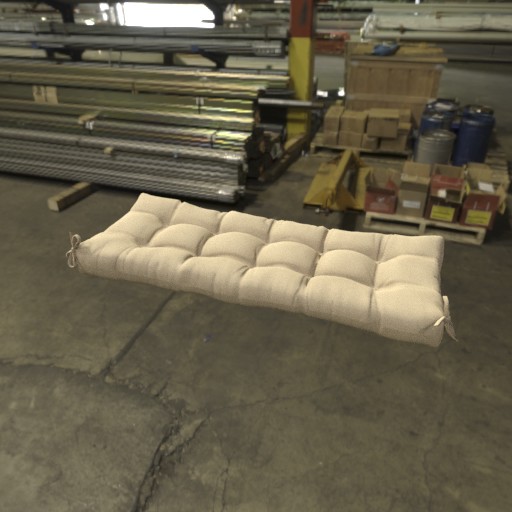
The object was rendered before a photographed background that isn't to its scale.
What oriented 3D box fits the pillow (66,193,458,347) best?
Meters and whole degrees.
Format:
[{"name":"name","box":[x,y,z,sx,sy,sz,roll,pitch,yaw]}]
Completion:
[{"name":"pillow","box":[0.000,0.000,1.411,1.194,0.174,0.511,10,33,15]}]
